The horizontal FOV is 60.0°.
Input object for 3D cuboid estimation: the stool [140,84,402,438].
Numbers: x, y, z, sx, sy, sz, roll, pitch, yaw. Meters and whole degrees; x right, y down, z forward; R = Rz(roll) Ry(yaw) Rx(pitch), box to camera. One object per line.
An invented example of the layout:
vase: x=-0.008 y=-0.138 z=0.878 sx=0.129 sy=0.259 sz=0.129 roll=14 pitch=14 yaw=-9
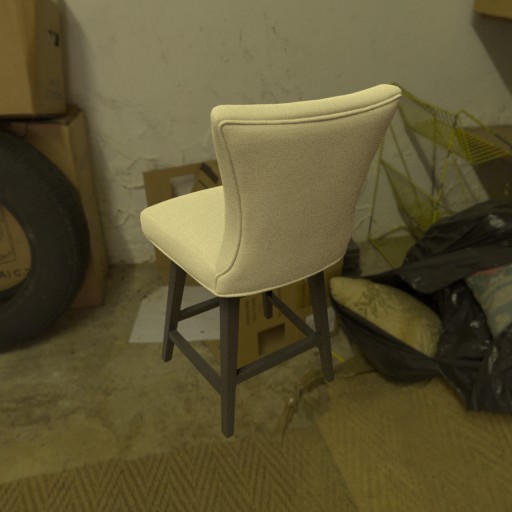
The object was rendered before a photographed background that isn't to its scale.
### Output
stool: x=0.000 y=0.000 z=1.344 sx=0.514 sy=1.000 sz=0.574 roll=-18 pitch=35 yaw=-29
